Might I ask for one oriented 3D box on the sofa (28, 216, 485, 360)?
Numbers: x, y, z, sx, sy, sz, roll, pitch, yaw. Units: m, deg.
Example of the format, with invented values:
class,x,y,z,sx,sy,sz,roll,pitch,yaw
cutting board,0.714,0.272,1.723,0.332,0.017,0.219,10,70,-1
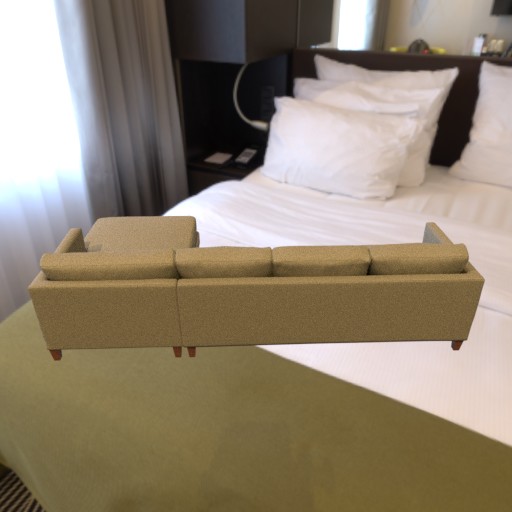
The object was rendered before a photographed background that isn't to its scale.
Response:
class,x,y,z,sx,sy,sz,roll,pitch,yaw
sofa,0.000,0.000,3.872,3.186,0.861,1.625,-1,30,-2
